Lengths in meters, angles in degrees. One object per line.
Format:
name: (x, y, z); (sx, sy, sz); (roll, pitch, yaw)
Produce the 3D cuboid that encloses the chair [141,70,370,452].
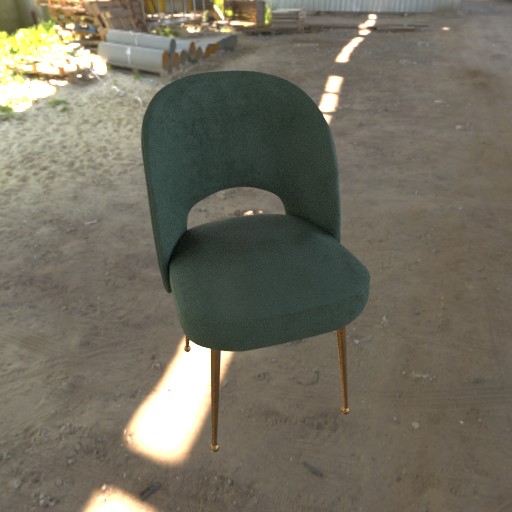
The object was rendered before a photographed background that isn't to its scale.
chair: (0.000, 0.000, 1.216); (0.527, 0.860, 0.577); (-10, 33, -15)
